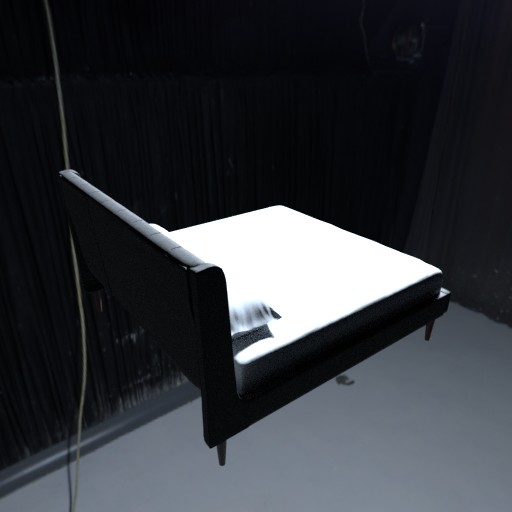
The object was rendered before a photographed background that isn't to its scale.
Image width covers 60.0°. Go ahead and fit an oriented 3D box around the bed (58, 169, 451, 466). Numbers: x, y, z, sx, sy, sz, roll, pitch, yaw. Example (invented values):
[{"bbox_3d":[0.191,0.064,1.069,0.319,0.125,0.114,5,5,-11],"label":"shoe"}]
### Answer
[{"bbox_3d":[0.000,0.000,2.548,1.638,0.933,1.531,-18,30,-33],"label":"bed"}]
